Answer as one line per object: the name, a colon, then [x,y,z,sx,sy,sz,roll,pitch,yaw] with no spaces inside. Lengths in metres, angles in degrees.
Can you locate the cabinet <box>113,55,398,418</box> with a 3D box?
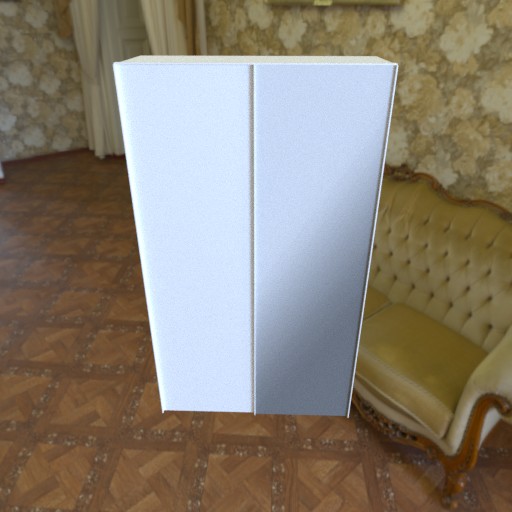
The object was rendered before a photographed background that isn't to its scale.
cabinet: [0.000,0.000,2.646,1.250,2.160,0.480,1,29,2]
